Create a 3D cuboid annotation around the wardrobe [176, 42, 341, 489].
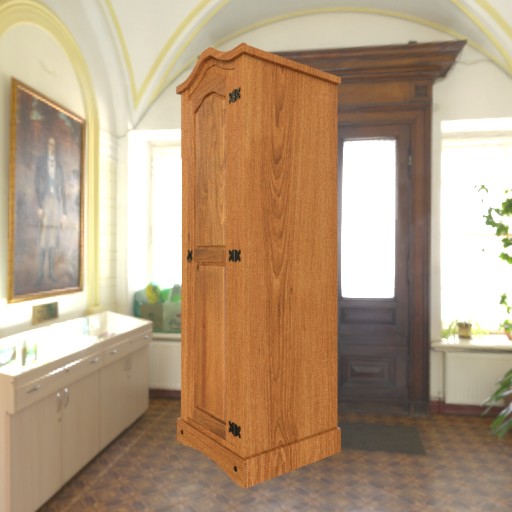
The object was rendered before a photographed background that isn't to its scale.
[{"bbox_3d":[0.000,0.000,2.180,0.570,1.870,0.590,0,0,-37],"label":"wardrobe"}]
